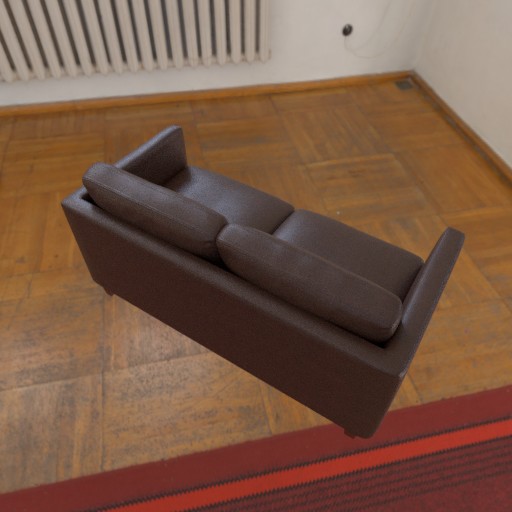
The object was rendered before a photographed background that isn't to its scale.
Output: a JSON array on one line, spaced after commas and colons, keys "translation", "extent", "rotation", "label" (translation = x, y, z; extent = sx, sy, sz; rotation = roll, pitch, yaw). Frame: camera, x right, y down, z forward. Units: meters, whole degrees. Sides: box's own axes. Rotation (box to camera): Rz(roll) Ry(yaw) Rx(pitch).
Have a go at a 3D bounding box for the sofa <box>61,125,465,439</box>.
[{"translation": [0.000, 0.000, 2.450], "extent": [1.883, 0.933, 0.951], "rotation": [25, 52, 21], "label": "sofa"}]
